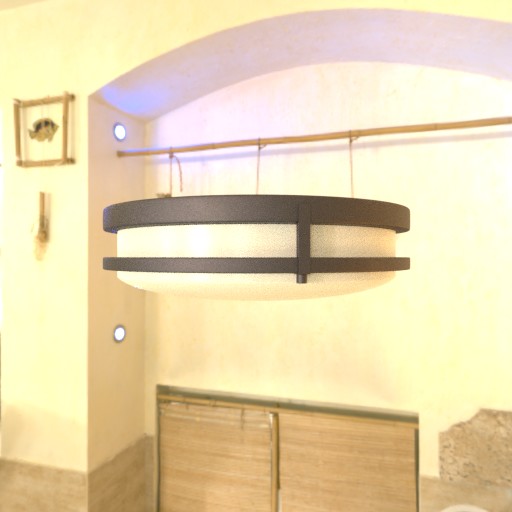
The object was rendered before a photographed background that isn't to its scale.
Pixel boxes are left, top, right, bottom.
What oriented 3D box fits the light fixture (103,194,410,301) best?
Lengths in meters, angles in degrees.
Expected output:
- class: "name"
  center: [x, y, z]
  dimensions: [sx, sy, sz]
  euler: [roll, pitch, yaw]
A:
- class: "light fixture"
  center: [0.000, 0.000, 0.541]
  dimensions: [0.356, 0.102, 0.356]
  euler: [0, 0, 0]
